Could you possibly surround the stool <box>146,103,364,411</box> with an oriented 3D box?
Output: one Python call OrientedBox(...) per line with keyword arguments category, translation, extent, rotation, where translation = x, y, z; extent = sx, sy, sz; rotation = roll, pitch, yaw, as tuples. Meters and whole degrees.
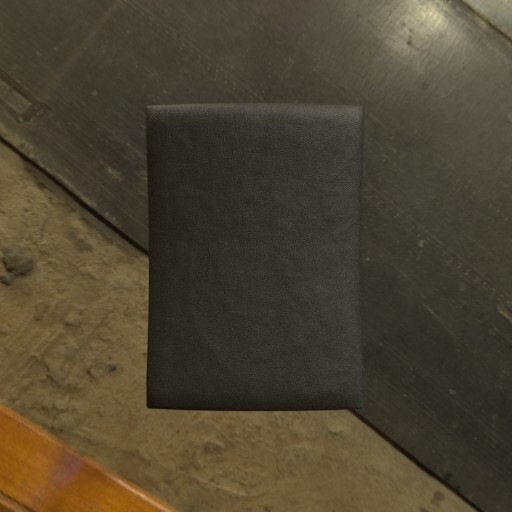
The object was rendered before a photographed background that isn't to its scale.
OrientedBox(category="stool", translation=(0.000, 0.000, 0.937), extent=(0.353, 0.664, 0.490), rotation=(0, 90, 0))
